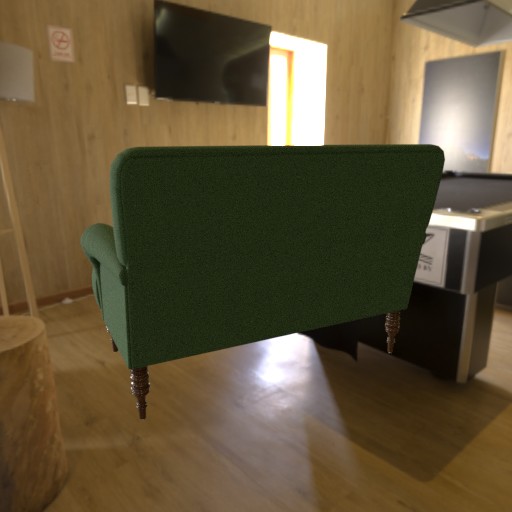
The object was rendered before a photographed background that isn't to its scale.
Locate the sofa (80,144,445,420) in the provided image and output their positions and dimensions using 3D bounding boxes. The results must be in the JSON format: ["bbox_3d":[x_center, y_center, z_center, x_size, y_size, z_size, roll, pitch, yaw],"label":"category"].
[{"bbox_3d":[0.000,0.000,1.808,1.297,0.889,0.779,-7,17,-25],"label":"sofa"}]
